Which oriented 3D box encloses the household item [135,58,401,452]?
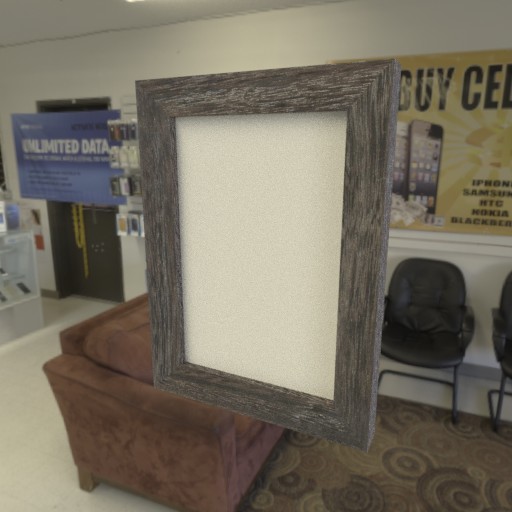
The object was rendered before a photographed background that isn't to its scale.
[{"bbox_3d":[0.000,0.000,0.234,0.133,0.180,0.020,7,16,26],"label":"household item"}]
